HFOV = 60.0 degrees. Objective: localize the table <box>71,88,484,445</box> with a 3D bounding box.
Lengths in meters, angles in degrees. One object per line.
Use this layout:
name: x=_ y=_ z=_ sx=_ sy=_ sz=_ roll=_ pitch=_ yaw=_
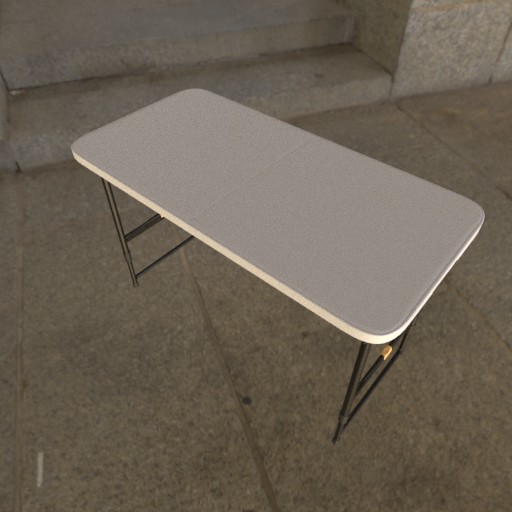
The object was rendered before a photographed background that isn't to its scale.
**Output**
table: x=0.000 y=0.000 z=1.631 sx=1.245 sy=0.737 sz=0.611 roll=31 pitch=53 yaw=27
